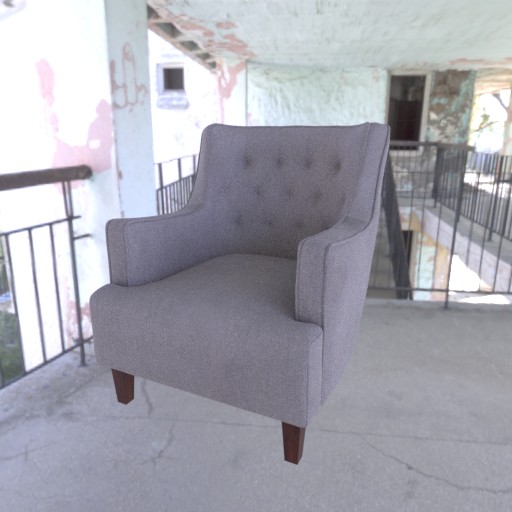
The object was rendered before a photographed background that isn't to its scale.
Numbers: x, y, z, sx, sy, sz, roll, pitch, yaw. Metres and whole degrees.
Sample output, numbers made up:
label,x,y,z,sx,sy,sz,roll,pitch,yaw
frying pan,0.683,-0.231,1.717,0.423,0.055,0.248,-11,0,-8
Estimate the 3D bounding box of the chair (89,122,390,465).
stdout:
label,x,y,z,sx,sy,sz,roll,pitch,yaw
chair,0.000,0.000,1.580,0.781,0.919,0.910,8,18,26
